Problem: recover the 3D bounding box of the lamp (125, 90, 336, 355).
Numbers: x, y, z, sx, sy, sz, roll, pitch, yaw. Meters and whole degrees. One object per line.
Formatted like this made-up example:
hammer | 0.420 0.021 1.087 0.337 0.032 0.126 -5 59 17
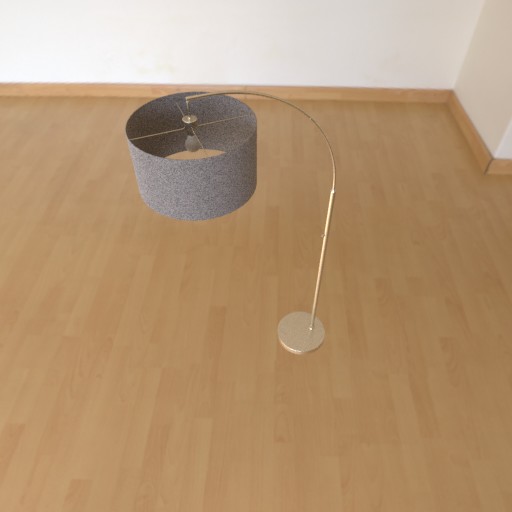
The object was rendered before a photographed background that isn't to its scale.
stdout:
lamp | 0.000 0.000 2.162 0.934 1.735 0.452 -17 49 -15
